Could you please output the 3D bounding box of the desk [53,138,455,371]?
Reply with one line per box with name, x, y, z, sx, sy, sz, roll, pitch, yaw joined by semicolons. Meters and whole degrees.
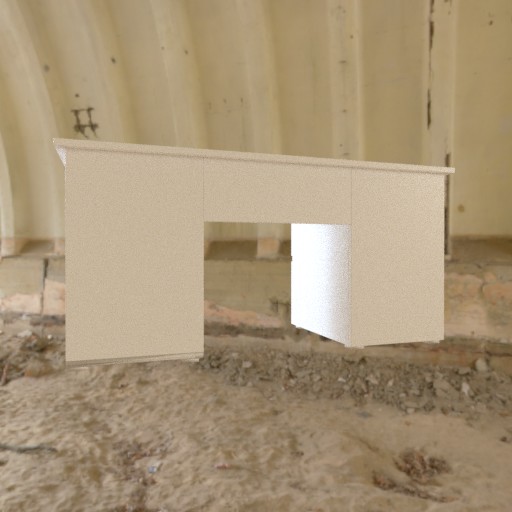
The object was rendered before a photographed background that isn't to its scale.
desk;0.000;0.000;1.980;1.580;0.760;0.670;0;0;-18
